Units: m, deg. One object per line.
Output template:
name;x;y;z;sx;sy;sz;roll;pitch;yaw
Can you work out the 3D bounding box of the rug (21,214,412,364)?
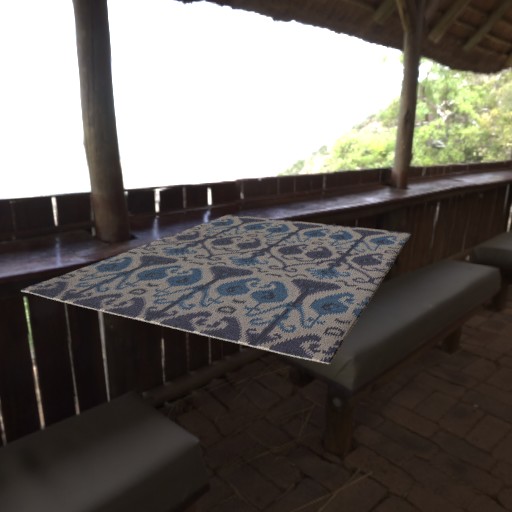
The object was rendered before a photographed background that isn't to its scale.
rug;0.000;0.000;4.251;2.443;0.024;3.228;8;19;25
